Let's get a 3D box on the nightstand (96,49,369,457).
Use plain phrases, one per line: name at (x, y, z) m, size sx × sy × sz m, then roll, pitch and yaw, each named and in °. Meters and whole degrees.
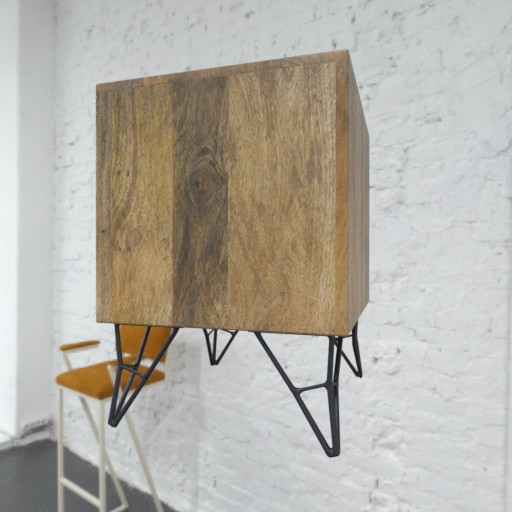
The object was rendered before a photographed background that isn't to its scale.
nightstand at (0.000, 0.000, 0.873) m, size 0.406 × 0.559 × 0.457 m, roll 0°, pitch 0°, yaw 18°
